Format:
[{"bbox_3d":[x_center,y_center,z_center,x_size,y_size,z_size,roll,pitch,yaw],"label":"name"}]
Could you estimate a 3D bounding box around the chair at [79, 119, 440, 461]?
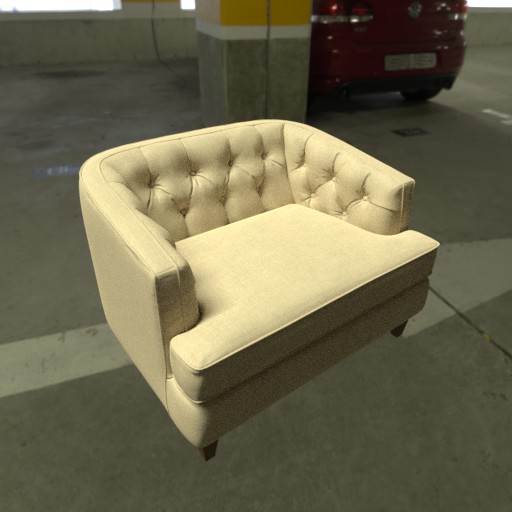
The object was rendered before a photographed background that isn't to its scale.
[{"bbox_3d":[0.000,0.000,1.724,1.118,0.787,0.914,-21,37,-31],"label":"chair"}]
